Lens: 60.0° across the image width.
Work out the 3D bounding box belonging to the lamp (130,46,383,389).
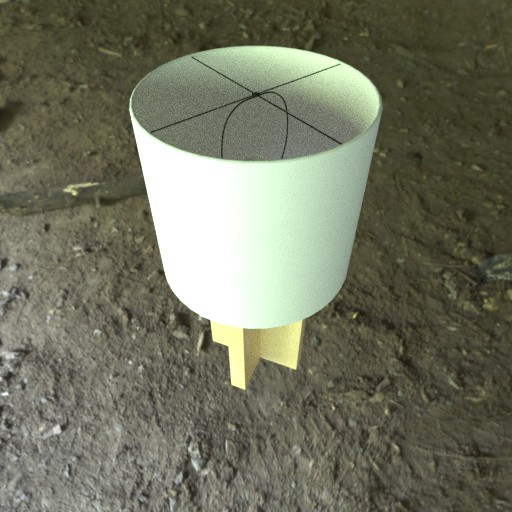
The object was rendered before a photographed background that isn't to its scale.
[{"bbox_3d":[0.000,0.000,0.559,0.229,0.428,0.229,16,48,15],"label":"lamp"}]
